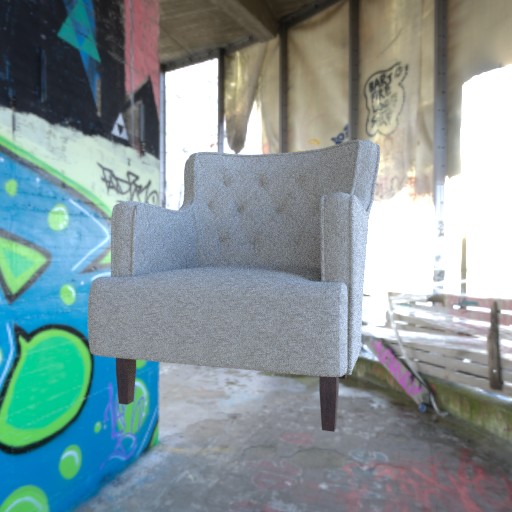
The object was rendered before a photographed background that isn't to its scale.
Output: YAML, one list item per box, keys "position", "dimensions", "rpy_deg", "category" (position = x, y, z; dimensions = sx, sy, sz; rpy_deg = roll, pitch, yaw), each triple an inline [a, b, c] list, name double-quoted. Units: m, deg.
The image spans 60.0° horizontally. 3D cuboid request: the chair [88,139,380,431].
- position: [0.000, 0.000, 1.651]
  dimensions: [0.820, 0.920, 0.910]
  rpy_deg: [0, 1, 19]
  category: "chair"
